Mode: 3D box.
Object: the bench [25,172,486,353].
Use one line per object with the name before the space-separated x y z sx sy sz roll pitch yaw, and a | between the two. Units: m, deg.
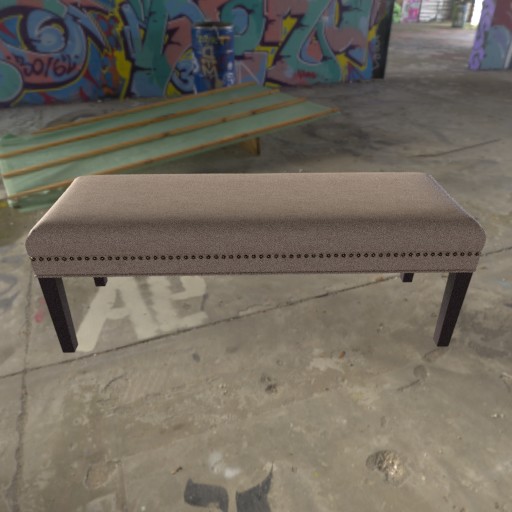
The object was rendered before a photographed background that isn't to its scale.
bench | 0.000 0.000 1.424 1.219 0.457 0.410 -1 31 -1
